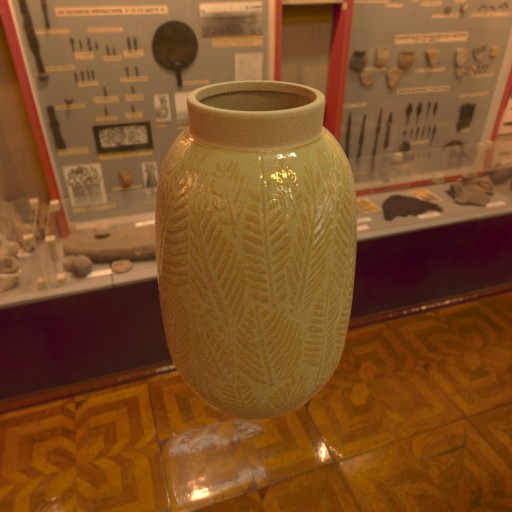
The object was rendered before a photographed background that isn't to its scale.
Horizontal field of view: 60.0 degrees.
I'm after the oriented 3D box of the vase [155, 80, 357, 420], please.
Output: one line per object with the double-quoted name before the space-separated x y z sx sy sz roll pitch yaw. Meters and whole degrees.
"vase" 0.000 0.000 0.384 0.172 0.270 0.172 0 33 0
